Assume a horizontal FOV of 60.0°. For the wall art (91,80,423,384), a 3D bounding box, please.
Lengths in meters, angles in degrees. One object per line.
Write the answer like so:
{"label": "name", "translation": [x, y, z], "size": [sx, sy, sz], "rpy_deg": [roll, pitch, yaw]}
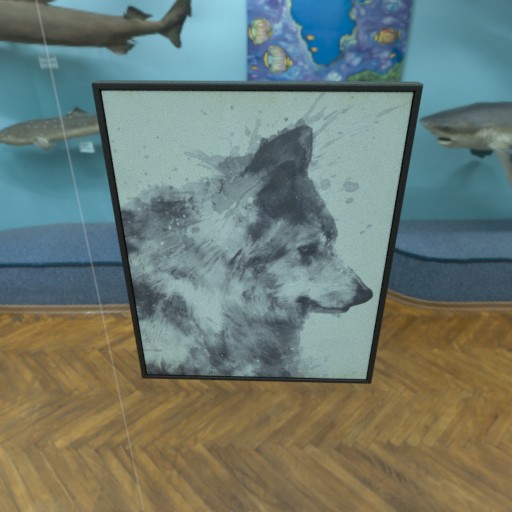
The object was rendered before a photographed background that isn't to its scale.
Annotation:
{"label": "wall art", "translation": [0.000, 0.000, 0.747], "size": [0.451, 0.551, 0.028], "rpy_deg": [1, 29, 2]}
